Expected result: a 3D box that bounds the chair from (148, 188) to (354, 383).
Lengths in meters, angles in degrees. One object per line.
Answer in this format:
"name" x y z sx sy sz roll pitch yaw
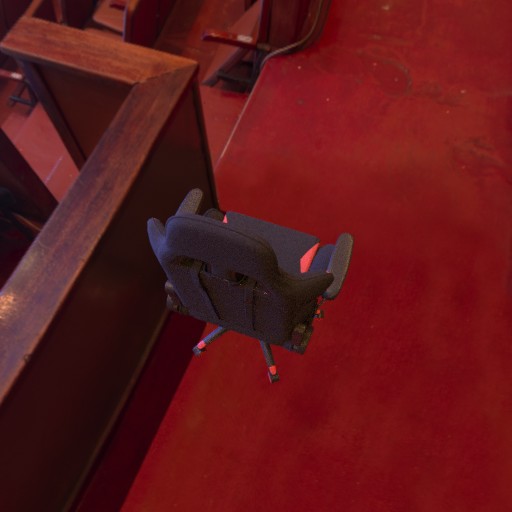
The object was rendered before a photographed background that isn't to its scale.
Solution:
"chair" 0.000 0.000 1.715 0.695 1.326 0.658 17 66 8
